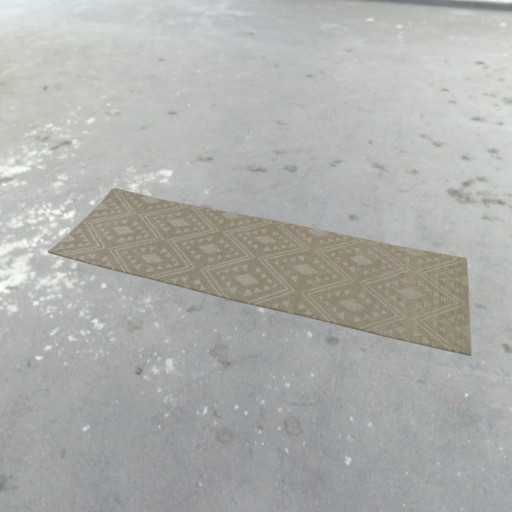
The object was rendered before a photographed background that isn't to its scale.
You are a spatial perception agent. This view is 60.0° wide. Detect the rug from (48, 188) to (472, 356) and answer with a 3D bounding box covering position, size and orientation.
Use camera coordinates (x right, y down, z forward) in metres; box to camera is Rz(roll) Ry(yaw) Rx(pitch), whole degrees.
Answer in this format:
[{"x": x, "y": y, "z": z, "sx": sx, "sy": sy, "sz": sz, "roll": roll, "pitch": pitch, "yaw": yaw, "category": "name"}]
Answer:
[{"x": 0.000, "y": 0.000, "z": 2.705, "sx": 2.452, "sy": 0.051, "sz": 0.752, "roll": 12, "pitch": 43, "yaw": 13, "category": "rug"}]
